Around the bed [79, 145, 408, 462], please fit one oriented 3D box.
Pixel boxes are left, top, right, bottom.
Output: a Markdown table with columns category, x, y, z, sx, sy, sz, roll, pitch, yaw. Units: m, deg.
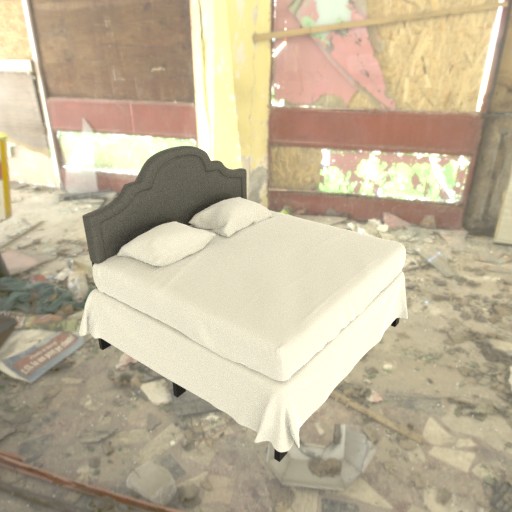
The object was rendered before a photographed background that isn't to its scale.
| category | x | y | z | sx | sy | sz | roll | pitch | yaw |
| --- | --- | --- | --- | --- | --- | --- | --- | --- | --- |
| bed | 0.000 | 0.000 | 3.833 | 2.222 | 1.631 | 2.303 | 18 | 31 | 34 |
